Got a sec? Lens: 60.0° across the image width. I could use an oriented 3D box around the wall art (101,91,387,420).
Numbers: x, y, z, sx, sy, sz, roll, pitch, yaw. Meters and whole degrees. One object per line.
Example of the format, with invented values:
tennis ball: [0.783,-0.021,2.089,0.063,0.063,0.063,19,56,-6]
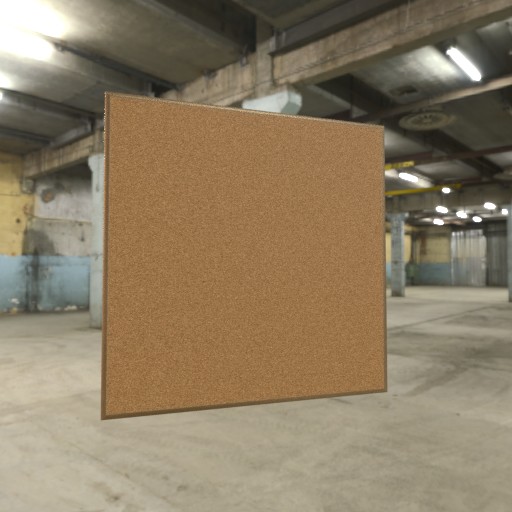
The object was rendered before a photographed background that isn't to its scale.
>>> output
wall art: [0.000,0.000,0.786,0.513,0.511,0.038,1,-2,-19]
